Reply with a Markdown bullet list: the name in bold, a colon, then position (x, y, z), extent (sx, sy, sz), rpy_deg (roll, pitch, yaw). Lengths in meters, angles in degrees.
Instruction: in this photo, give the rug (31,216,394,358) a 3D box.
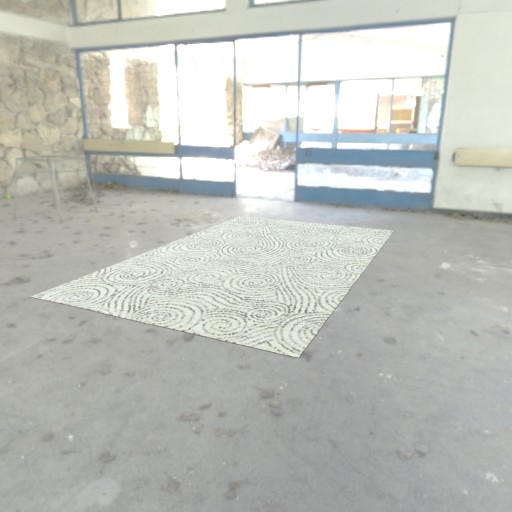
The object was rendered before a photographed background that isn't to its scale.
- **rug**: position (0.000, 0.000, 3.115), extent (1.524, 0.005, 2.439), rpy_deg (8, 18, 24)
